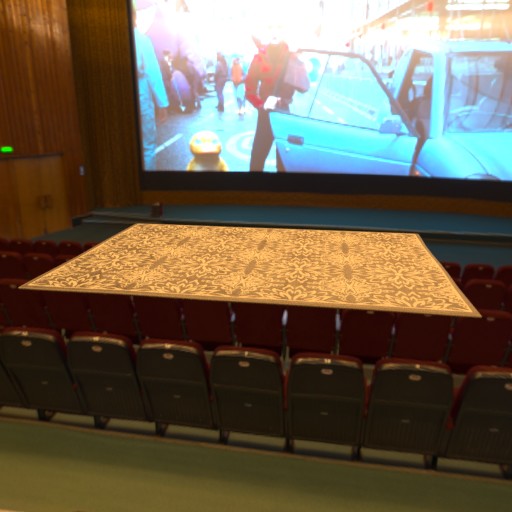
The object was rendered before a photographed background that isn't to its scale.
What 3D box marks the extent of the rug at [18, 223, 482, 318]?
[{"bbox_3d":[0.000,0.000,2.315,1.847,0.012,1.224,3,17,9],"label":"rug"}]
